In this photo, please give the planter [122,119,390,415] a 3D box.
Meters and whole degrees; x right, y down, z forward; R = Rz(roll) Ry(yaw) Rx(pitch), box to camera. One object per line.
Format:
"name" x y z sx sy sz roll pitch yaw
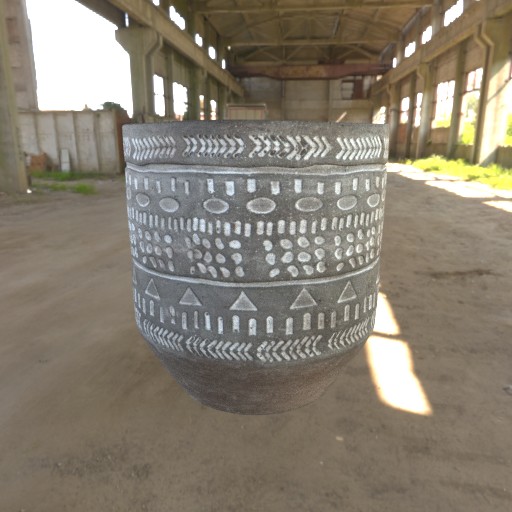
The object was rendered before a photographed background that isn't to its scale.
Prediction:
"planter" 0.000 0.000 0.224 0.122 0.128 0.122 0 15 0
